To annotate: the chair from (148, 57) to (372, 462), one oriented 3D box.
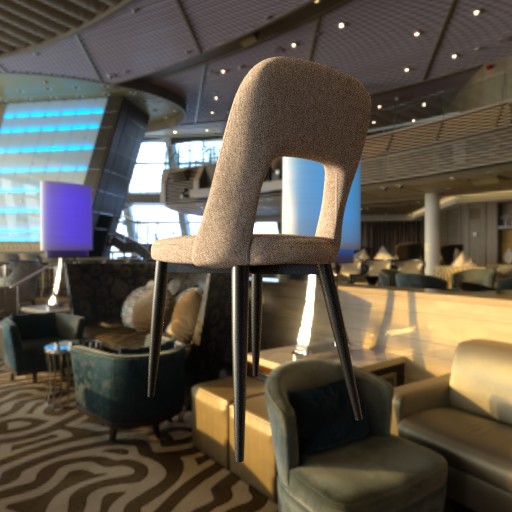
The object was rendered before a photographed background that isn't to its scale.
[{"bbox_3d":[0.000,0.000,1.311,0.470,0.931,0.612,0,1,-35],"label":"chair"}]
